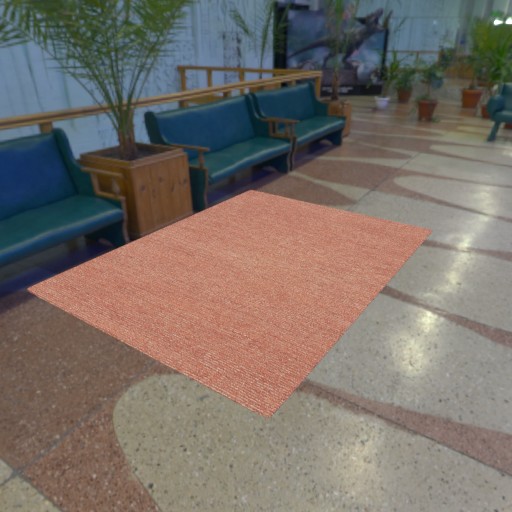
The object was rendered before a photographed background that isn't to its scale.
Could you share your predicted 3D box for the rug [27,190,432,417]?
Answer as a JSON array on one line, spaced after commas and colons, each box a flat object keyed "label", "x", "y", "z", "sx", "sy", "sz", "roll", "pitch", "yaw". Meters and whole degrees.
[{"label": "rug", "x": 0.000, "y": 0.000, "z": 2.776, "sx": 1.594, "sy": 0.009, "sz": 2.112, "roll": 17, "pitch": 31, "yaw": 31}]
